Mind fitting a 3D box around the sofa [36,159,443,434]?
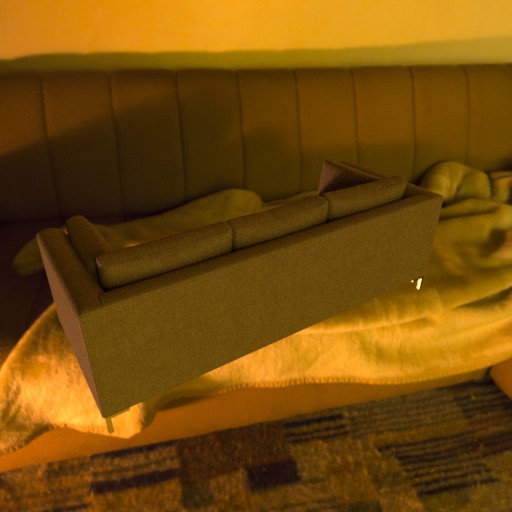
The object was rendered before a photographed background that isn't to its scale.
[{"bbox_3d":[0.000,0.000,2.926,2.415,0.867,0.969,-18,34,-29],"label":"sofa"}]
